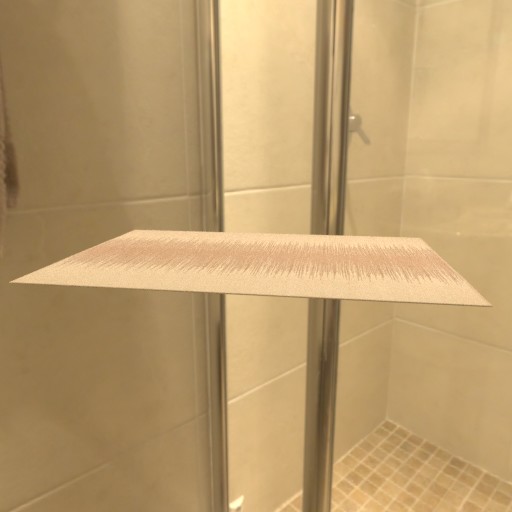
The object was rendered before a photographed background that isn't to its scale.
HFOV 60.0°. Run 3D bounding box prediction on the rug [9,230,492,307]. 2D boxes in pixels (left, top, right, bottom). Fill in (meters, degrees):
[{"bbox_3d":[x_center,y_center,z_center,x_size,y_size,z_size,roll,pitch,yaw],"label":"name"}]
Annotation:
[{"bbox_3d":[0.000,0.000,2.256,1.850,0.006,1.234,2,14,9],"label":"rug"}]
